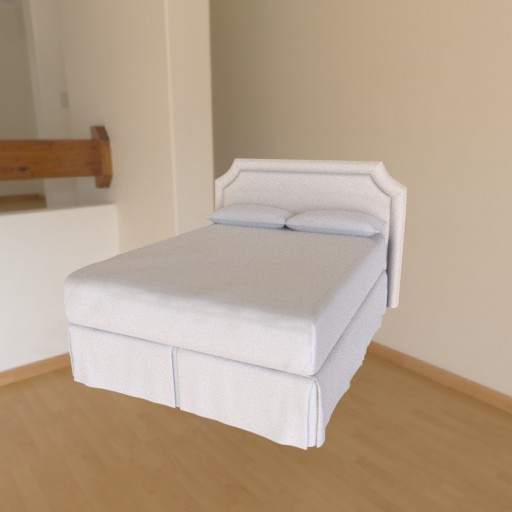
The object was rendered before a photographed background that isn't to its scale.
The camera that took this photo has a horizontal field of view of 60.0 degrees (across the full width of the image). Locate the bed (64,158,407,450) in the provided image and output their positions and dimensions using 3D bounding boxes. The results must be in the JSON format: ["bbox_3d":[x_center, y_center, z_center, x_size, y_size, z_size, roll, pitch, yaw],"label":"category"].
[{"bbox_3d":[0.000,0.000,3.248,1.828,1.297,2.164,7,16,24],"label":"bed"}]
